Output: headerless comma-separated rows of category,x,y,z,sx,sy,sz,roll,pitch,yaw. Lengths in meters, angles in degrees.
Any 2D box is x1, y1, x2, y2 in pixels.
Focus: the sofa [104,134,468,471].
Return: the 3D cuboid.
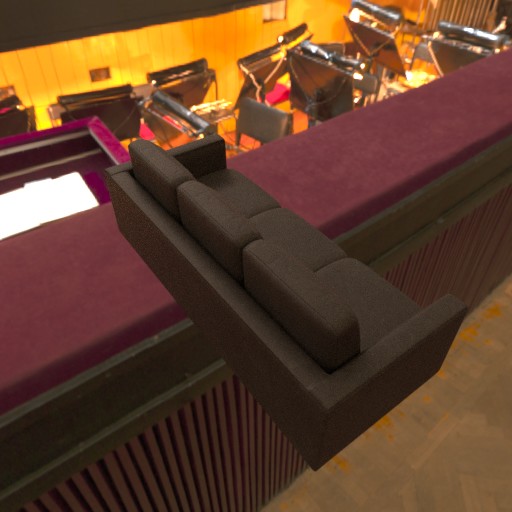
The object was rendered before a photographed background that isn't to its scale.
sofa,0.000,0.000,2.485,0.879,0.899,2.029,-26,48,-26
